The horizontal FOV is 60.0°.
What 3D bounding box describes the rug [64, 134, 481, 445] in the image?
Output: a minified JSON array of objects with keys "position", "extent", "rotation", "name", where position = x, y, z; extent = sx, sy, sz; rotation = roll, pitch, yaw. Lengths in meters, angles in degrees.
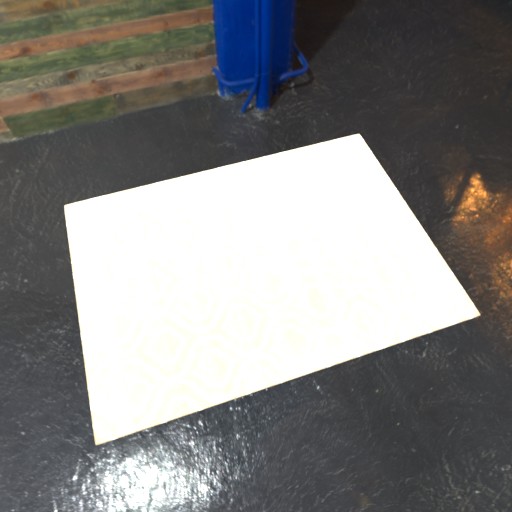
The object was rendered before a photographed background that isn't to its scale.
[{"position":[0.000,0.000,4.227],"extent":[3.353,0.010,2.438],"rotation":[-16,59,-10],"name":"rug"}]
